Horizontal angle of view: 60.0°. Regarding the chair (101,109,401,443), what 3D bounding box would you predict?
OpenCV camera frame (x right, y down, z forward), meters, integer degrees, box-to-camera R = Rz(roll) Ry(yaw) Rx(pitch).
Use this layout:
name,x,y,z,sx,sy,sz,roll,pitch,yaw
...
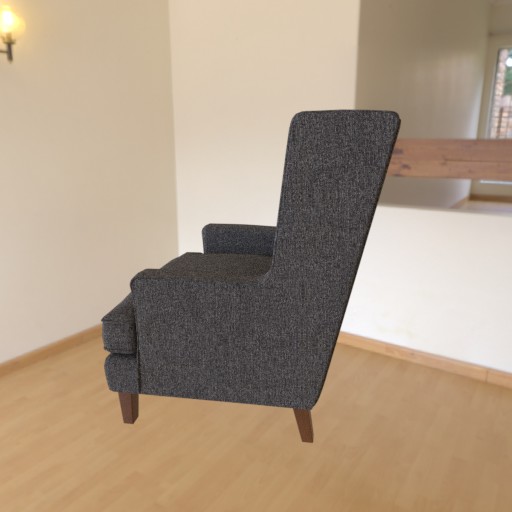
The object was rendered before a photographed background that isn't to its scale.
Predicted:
name,x,y,z,sx,sy,sz,roll,pitch,yaw
chair,0.000,0.000,1.810,0.927,1.082,0.942,2,15,9
